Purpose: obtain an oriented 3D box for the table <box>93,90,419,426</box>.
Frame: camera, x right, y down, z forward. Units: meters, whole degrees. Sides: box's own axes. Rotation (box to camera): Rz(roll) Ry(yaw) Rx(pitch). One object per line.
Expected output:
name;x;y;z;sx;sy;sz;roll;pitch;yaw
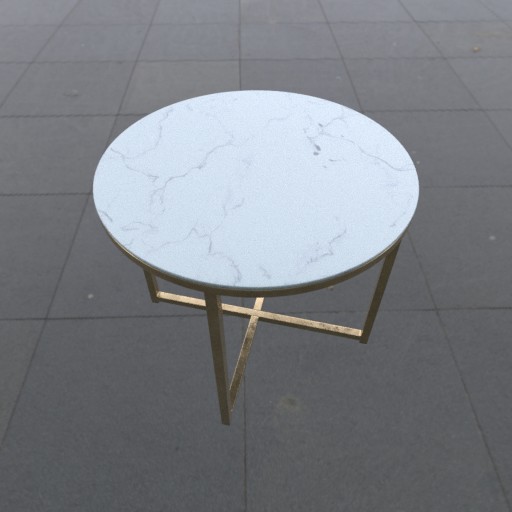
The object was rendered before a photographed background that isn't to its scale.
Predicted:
table;0.000;0.000;0.852;0.500;0.420;0.500;0;47;0
